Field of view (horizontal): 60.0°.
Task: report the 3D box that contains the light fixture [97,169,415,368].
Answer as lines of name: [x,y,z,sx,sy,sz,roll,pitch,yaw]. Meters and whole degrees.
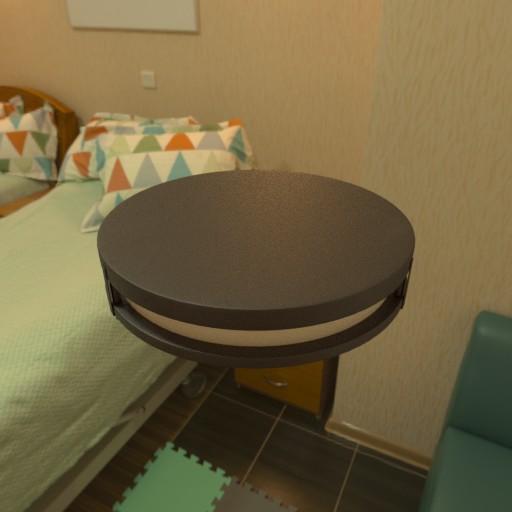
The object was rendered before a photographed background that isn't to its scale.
light fixture: [0.000,0.000,0.541,0.356,0.102,0.356,0,30,0]
